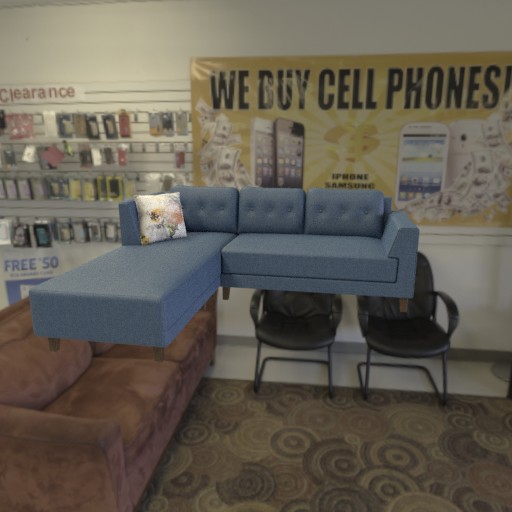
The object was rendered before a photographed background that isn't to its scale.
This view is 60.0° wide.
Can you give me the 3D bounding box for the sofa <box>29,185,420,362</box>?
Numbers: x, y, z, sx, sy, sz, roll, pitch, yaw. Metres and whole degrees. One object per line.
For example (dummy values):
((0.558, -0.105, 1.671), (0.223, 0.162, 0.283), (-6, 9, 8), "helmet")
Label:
((0.000, 0.000, 2.997), (2.120, 0.787, 1.829), (3, 15, 11), "sofa")
